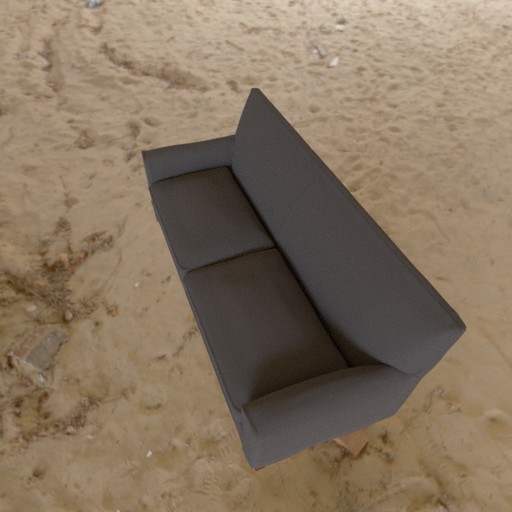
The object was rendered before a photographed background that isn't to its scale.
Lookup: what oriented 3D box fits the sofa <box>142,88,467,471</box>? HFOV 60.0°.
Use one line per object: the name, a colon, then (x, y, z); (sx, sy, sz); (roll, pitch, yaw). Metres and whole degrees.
sofa: (0.000, 0.000, 2.428); (0.843, 0.907, 2.002); (-16, 49, -15)
